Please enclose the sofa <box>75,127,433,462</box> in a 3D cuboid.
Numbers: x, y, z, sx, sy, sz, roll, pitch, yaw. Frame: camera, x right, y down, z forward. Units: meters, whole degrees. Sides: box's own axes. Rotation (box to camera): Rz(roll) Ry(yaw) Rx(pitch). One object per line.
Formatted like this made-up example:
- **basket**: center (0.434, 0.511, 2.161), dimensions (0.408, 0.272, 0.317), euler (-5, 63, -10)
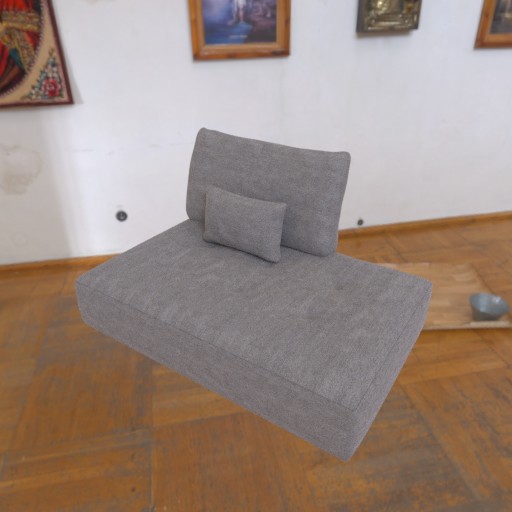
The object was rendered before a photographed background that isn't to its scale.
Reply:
- **sofa**: center (0.000, 0.000, 2.038), dimensions (1.450, 0.820, 1.002), euler (18, 34, 29)
